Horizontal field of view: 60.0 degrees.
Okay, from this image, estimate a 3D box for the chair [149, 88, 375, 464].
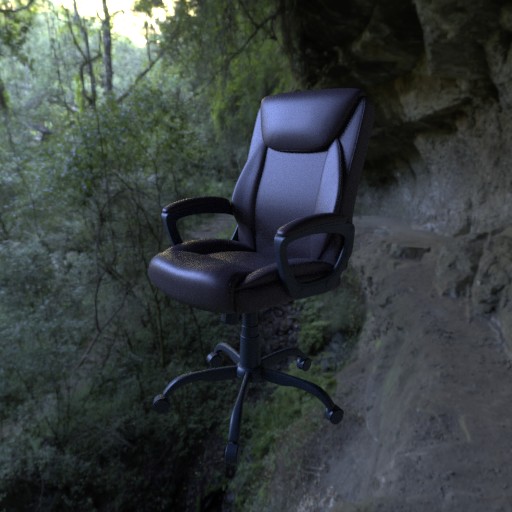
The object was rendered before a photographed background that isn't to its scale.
[{"bbox_3d":[0.000,0.000,1.475,0.615,1.072,0.655,14,21,42],"label":"chair"}]
